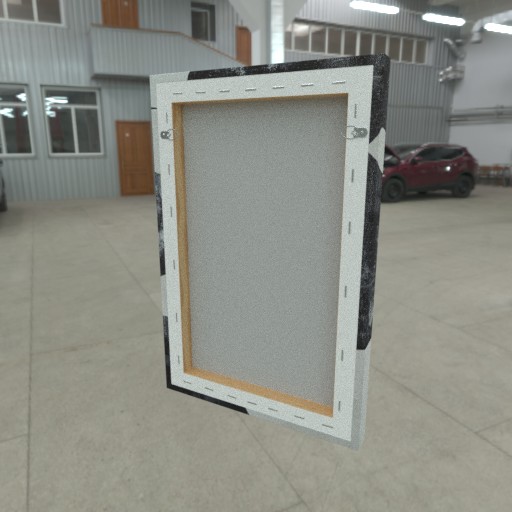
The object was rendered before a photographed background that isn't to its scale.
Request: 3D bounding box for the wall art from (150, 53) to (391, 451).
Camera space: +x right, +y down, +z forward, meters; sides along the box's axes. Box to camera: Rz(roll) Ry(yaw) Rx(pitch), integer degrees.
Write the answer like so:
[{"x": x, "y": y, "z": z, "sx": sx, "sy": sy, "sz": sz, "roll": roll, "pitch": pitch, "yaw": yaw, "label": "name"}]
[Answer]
[{"x": 0.000, "y": 0.000, "z": 0.770, "sx": 0.407, "sy": 0.610, "sz": 0.039, "roll": 8, "pitch": 16, "yaw": 28, "label": "wall art"}]
